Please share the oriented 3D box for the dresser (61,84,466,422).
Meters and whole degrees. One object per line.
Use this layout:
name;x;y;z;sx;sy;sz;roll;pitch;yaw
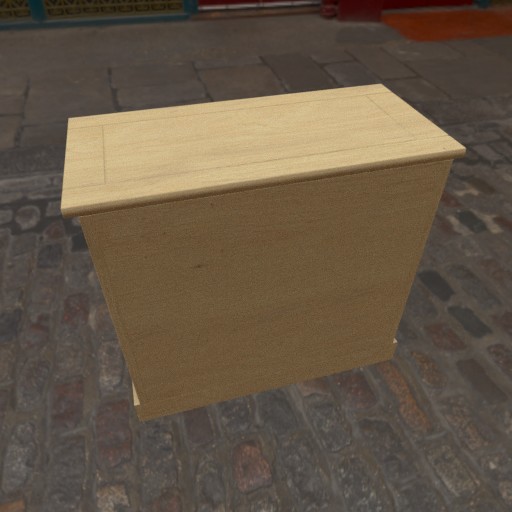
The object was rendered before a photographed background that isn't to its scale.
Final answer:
dresser;0.000;0.000;1.393;0.915;0.835;0.440;-10;43;-12
